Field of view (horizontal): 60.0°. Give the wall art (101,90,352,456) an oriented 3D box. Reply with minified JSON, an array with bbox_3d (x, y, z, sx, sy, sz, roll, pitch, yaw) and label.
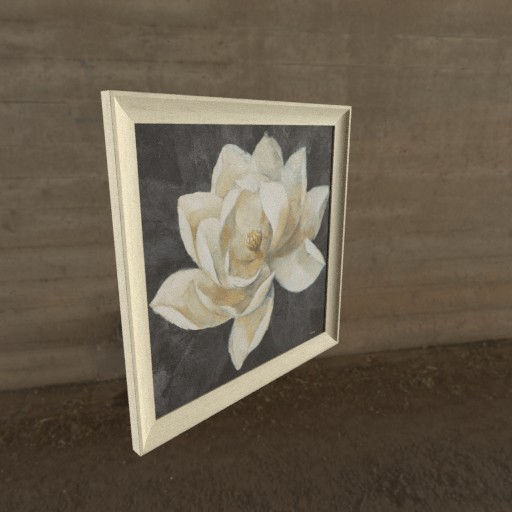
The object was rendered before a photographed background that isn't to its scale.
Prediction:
[{"bbox_3d":[0.000,0.000,1.532,0.045,1.016,1.016,15,22,42],"label":"wall art"}]
